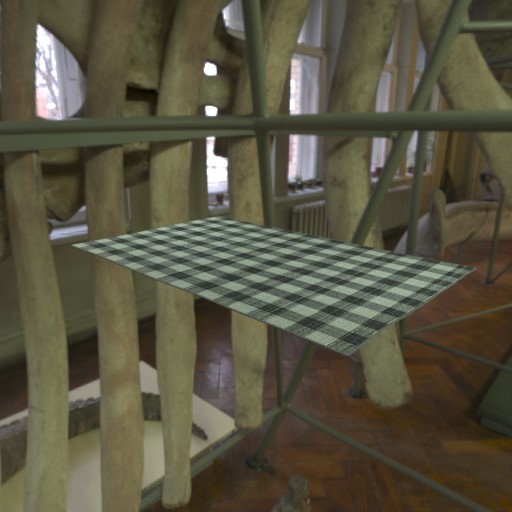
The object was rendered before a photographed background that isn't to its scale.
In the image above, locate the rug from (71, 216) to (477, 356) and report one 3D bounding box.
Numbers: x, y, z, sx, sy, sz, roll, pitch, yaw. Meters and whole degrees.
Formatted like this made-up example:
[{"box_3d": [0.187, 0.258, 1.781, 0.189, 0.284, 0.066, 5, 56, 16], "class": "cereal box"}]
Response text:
[{"box_3d": [0.000, 0.000, 3.144, 2.476, 0.011, 1.554, 15, 22, 41], "class": "rug"}]
